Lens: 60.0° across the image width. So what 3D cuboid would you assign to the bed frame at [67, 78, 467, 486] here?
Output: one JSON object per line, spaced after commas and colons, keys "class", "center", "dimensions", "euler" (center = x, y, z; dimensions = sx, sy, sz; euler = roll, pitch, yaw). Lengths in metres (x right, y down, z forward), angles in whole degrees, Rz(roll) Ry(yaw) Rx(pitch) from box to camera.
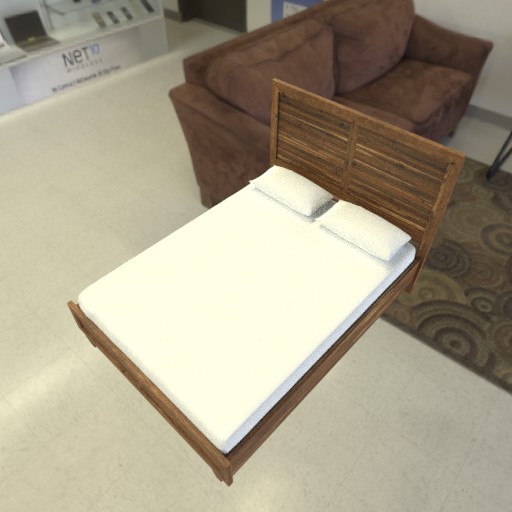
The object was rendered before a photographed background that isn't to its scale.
{"class": "bed frame", "center": [0.000, 0.000, 3.267], "dimensions": [1.696, 1.417, 2.276], "euler": [34, 55, 29]}
